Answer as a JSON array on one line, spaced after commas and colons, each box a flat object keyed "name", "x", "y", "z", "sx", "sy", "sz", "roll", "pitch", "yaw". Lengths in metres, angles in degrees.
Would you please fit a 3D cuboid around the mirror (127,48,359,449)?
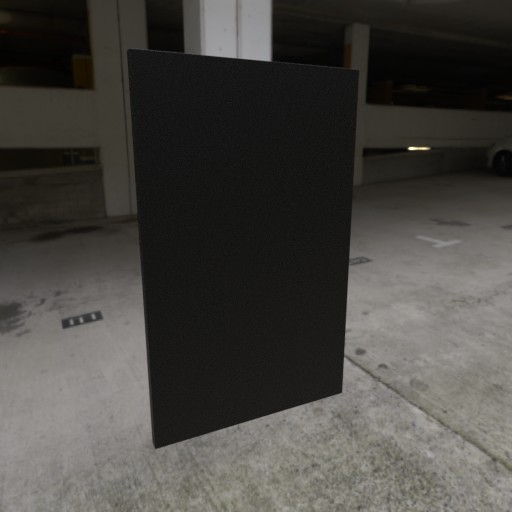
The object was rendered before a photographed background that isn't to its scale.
[{"name": "mirror", "x": 0.000, "y": 0.000, "z": 1.495, "sx": 0.762, "sy": 1.219, "sz": 0.038, "roll": -7, "pitch": 16, "yaw": -26}]
